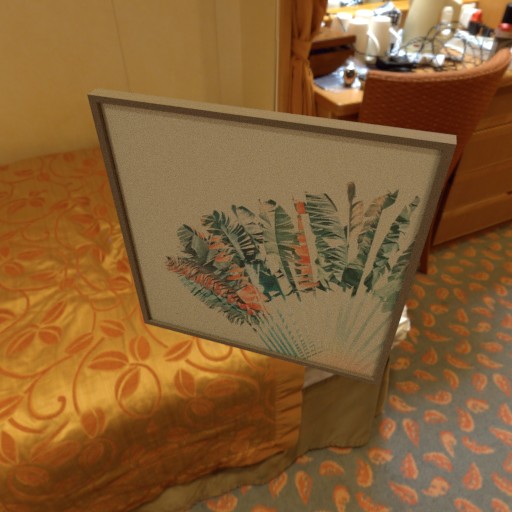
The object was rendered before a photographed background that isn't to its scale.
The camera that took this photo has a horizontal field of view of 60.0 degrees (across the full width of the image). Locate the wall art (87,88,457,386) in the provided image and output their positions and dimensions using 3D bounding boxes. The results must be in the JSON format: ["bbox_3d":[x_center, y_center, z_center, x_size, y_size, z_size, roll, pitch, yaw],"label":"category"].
[{"bbox_3d":[0.000,0.000,1.138,0.761,0.758,0.038,12,42,14],"label":"wall art"}]
